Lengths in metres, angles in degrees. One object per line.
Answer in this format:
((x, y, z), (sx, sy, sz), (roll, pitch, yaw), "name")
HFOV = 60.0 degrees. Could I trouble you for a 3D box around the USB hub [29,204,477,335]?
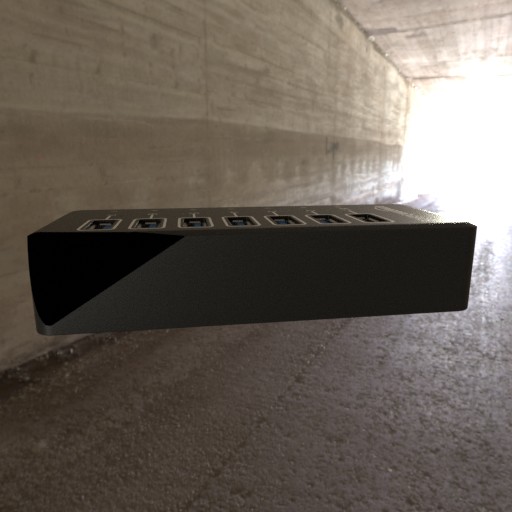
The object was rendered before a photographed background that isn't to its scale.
((0.000, 0.000, 0.127), (0.110, 0.023, 0.044), (-2, 14, -9), "USB hub")
